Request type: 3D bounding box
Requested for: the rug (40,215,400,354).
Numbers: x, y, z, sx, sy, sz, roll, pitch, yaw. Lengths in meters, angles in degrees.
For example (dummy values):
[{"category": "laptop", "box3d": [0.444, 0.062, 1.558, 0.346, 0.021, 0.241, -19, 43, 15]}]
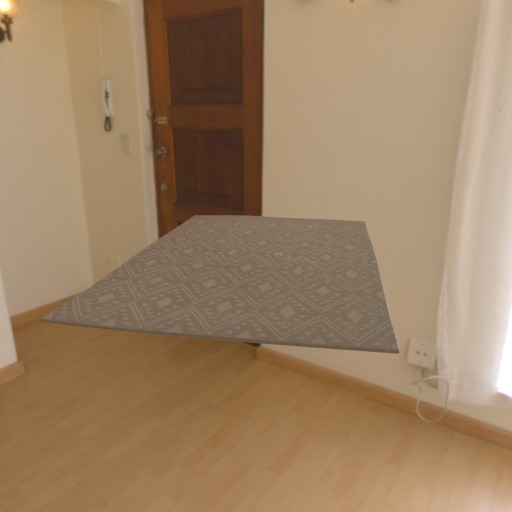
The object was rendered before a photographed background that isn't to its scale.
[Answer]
[{"category": "rug", "box3d": [0.000, 0.000, 2.341, 1.252, 0.034, 1.829, 3, 18, 9]}]
